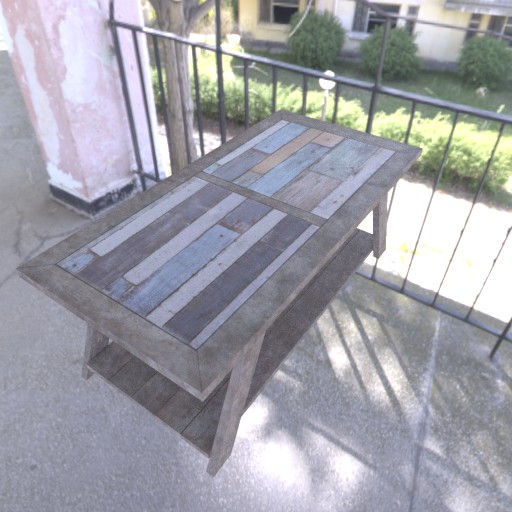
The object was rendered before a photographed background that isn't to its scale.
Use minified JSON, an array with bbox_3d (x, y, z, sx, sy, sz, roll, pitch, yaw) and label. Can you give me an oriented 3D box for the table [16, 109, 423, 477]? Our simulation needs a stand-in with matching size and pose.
[{"bbox_3d":[0.000,0.000,1.504,0.610,0.470,1.219,25,46,26],"label":"table"}]
